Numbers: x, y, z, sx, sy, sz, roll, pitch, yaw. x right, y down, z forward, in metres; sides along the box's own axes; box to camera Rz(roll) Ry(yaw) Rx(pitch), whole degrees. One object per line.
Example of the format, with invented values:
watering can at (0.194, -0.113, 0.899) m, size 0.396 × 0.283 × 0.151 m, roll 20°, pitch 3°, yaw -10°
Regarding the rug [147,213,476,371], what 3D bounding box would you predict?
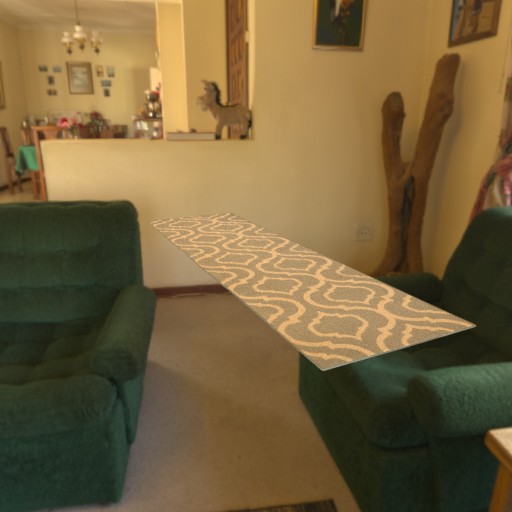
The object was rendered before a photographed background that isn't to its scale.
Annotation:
rug at (0.000, 0.000, 2.456) m, size 0.684 × 0.009 × 2.275 m, roll -8°, pitch 19°, yaw -25°
